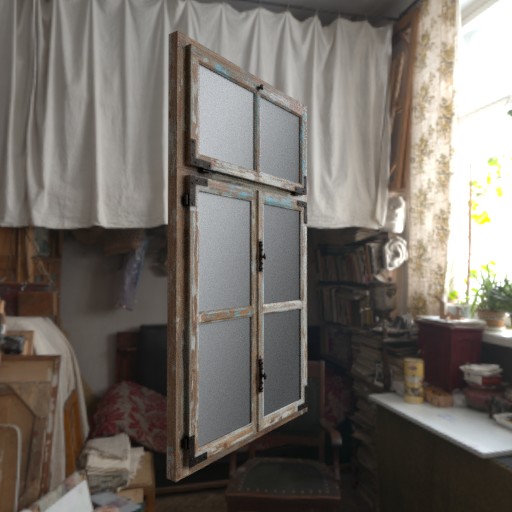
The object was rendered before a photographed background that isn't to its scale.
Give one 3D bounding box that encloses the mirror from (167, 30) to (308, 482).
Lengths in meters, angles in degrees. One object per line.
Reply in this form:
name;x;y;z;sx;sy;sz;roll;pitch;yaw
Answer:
mirror;0.000;0.000;1.473;0.083;1.213;0.707;-1;-2;36
